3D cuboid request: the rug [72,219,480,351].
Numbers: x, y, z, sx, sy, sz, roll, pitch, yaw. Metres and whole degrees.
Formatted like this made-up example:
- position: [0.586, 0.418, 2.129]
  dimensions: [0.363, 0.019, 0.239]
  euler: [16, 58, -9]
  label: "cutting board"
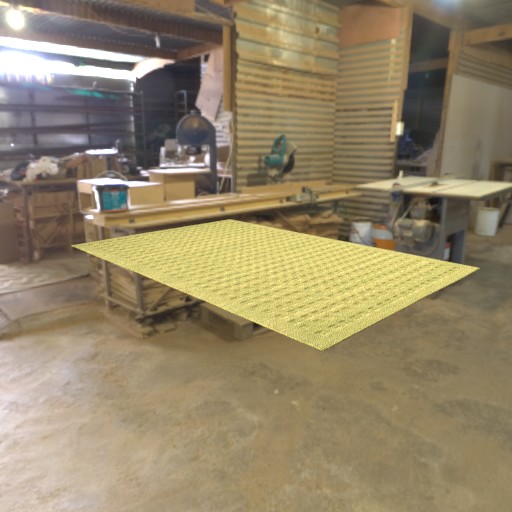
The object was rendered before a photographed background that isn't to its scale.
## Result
- position: [0.000, 0.000, 2.942]
  dimensions: [1.529, 0.007, 2.297]
  euler: [-14, 20, -42]
  label: "rug"
